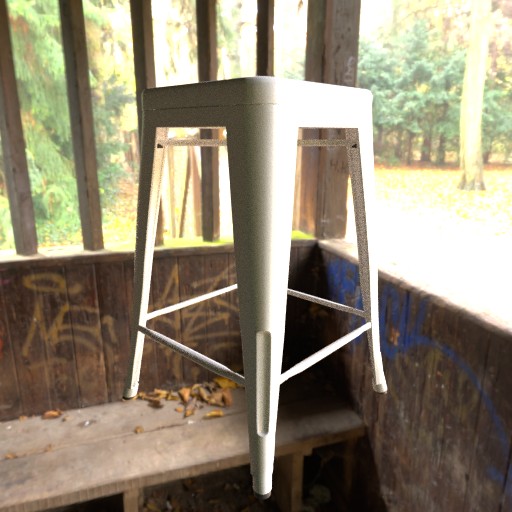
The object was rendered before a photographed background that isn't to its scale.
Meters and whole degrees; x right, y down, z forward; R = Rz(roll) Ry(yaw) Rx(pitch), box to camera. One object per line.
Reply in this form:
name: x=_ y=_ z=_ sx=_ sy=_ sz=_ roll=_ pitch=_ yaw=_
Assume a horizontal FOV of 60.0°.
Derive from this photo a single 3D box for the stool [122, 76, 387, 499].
stool: x=0.000 y=0.000 z=0.862 sx=0.406 sy=0.610 sz=0.406 roll=14 pitch=21 yaw=41
